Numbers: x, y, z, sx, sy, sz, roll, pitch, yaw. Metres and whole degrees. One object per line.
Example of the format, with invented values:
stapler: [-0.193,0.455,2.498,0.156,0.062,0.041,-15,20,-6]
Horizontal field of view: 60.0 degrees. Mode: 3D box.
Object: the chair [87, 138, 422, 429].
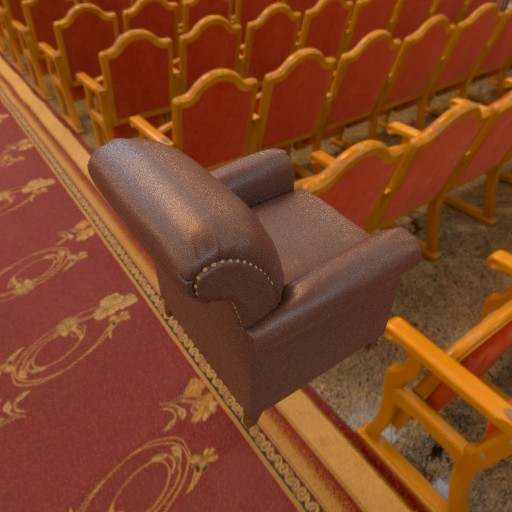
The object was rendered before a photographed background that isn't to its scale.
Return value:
chair: [0.000,0.000,1.647,0.890,0.927,0.854,-25,47,-25]
